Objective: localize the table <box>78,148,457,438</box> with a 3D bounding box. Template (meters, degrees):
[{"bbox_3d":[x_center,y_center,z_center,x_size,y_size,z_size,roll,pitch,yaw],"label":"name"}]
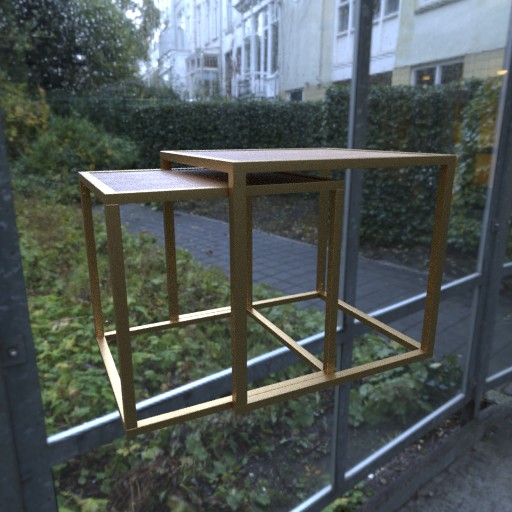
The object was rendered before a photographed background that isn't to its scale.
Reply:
[{"bbox_3d":[0.000,0.000,1.119,0.762,0.505,0.505,-8,17,-25],"label":"table"}]
